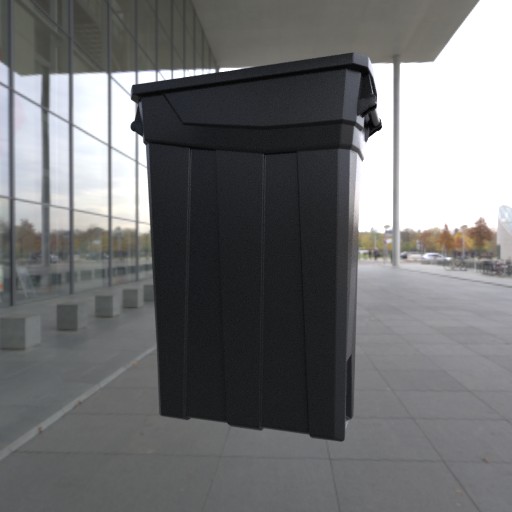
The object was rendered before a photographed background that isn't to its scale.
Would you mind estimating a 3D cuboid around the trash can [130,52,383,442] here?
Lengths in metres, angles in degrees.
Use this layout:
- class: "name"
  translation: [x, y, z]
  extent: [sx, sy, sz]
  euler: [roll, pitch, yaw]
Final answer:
- class: "trash can"
  translation: [0.000, 0.000, 1.039]
  extent: [0.559, 0.762, 0.281]
  euler: [0, 1, 20]
